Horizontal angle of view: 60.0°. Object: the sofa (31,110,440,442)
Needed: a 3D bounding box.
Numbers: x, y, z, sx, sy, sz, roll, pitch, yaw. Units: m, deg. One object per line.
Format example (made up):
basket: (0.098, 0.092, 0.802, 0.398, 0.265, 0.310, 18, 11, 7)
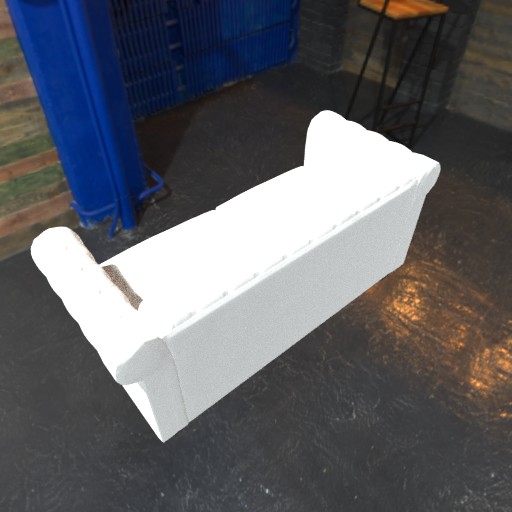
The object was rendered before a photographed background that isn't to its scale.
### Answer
sofa: (0.000, 0.000, 2.235, 1.798, 0.796, 0.771, -30, 52, -28)
